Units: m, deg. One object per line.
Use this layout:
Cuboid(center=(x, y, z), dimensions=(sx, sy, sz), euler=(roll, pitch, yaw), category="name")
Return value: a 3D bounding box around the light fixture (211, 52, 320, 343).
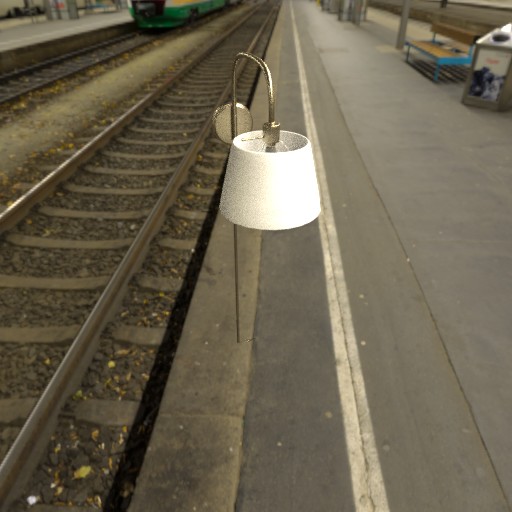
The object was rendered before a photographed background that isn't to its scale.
Cuboid(center=(0.000, 0.000, 0.482), dimensions=(0.092, 0.399, 0.176), euler=(-10, 33, -15), category="light fixture")
